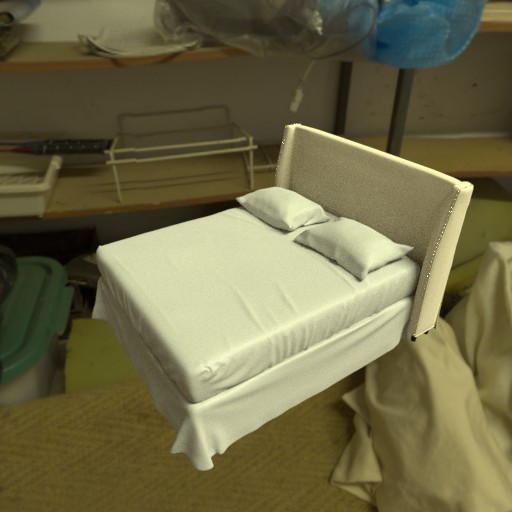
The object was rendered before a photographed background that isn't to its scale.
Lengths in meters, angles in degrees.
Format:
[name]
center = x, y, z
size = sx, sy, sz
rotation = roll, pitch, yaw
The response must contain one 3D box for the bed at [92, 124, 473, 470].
[bed]
center = 0.000, 0.000, 3.423
size = 2.276, 1.332, 1.925
rotation = -20, 36, -29
